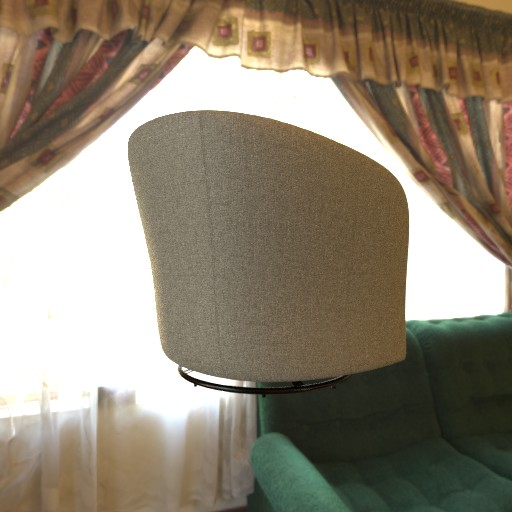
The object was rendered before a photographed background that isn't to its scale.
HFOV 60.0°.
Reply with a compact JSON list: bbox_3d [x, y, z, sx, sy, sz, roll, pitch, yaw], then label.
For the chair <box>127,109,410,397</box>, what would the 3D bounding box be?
[{"bbox_3d":[0.000,0.000,1.486,0.815,0.771,0.791,-1,1,-36],"label":"chair"}]
